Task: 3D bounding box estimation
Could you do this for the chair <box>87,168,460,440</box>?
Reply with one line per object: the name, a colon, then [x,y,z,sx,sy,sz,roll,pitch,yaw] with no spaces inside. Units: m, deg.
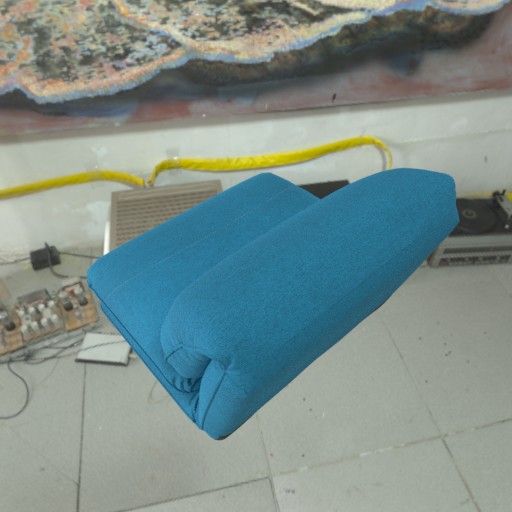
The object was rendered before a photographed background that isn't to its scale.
chair: [0.000,0.000,1.318,0.820,0.580,0.780,-33,54,-28]
